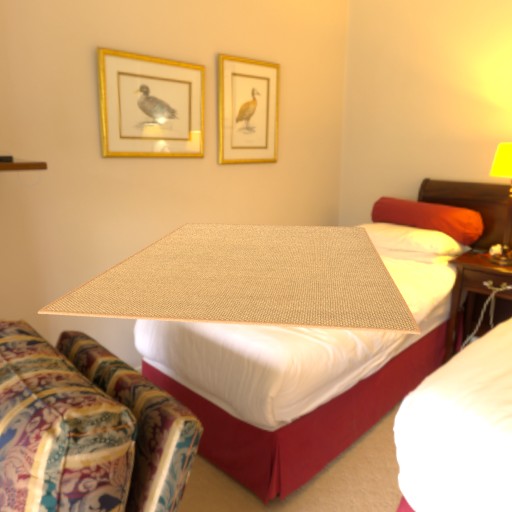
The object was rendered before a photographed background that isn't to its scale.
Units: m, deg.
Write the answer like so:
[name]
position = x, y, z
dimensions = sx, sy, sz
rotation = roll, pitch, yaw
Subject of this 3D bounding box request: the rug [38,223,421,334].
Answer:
[rug]
position = 0.000, 0.000, 2.739
dimensions = 1.524, 0.013, 2.134
rotation = 2, 14, 8
